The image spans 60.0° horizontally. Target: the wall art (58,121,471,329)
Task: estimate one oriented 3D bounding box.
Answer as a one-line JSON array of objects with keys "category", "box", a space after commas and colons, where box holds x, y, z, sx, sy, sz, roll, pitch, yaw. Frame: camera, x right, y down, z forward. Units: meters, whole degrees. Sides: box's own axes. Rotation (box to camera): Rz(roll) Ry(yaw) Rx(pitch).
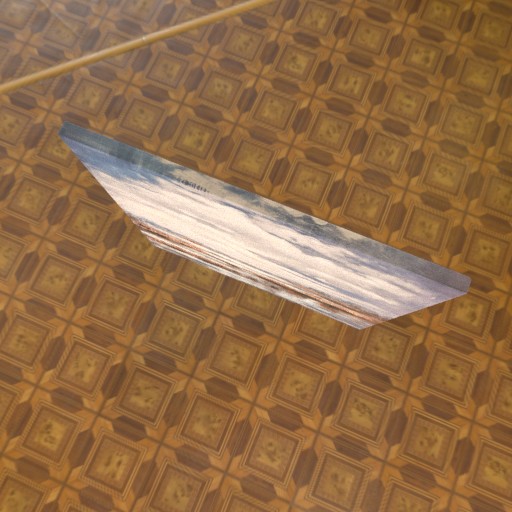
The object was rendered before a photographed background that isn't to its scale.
[{"category": "wall art", "box": [0.000, 0.000, 1.508, 1.010, 1.020, 0.040, 22, 77, 5]}]
